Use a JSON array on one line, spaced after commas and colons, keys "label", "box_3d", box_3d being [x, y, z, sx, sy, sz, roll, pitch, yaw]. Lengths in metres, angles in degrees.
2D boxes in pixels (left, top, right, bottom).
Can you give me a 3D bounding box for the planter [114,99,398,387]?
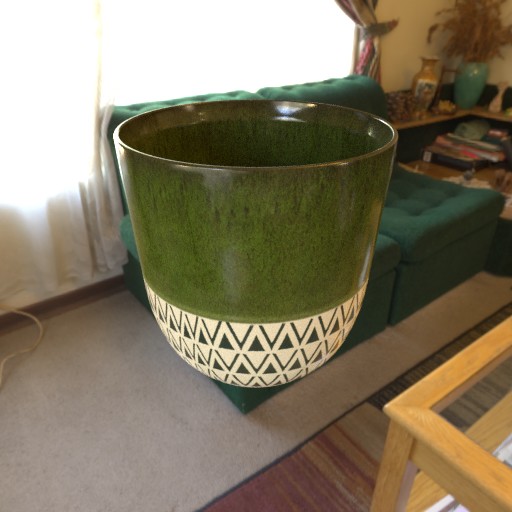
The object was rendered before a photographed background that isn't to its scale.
[{"label": "planter", "box_3d": [0.000, 0.000, 0.462, 0.245, 0.270, 0.245, 0, 30, 0]}]
